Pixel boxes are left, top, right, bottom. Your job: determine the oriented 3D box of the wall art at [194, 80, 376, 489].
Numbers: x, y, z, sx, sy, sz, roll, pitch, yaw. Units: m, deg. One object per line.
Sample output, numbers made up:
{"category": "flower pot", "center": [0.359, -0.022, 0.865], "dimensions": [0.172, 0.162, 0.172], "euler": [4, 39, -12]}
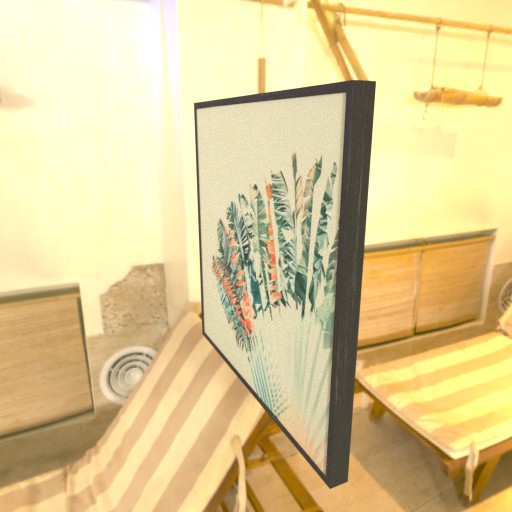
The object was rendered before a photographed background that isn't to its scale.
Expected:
{"category": "wall art", "center": [0.000, 0.000, 1.112], "dimensions": [0.043, 0.758, 0.762], "euler": [-8, 18, -25]}
